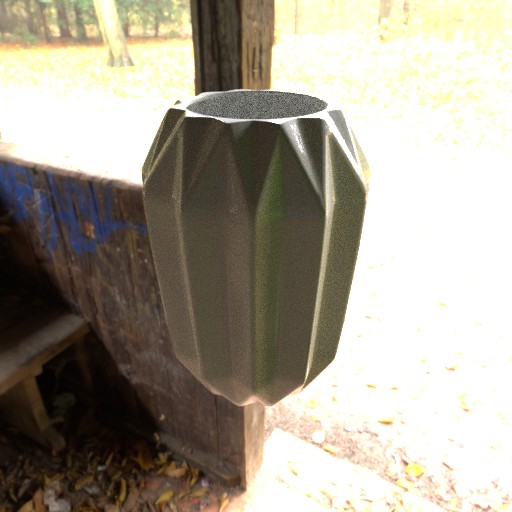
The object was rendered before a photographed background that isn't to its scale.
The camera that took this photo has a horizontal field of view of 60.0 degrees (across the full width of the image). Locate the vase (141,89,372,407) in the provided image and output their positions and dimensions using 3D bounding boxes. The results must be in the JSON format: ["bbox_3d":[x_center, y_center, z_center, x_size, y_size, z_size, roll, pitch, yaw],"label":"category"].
[{"bbox_3d":[0.000,0.000,0.413,0.195,0.275,0.195,0,30,0],"label":"vase"}]
